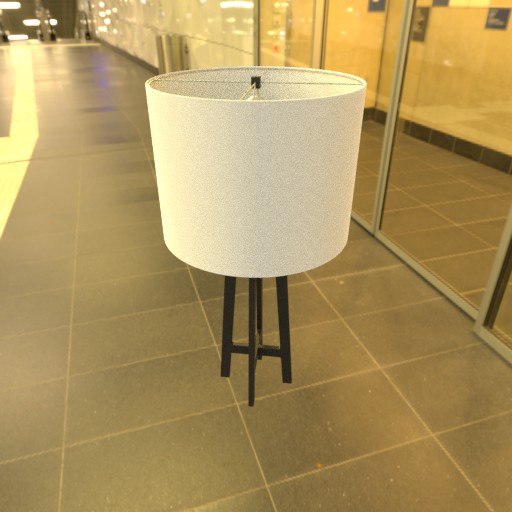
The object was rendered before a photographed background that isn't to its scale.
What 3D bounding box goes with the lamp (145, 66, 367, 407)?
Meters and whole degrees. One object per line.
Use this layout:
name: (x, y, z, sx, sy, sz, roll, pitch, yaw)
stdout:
lamp: (0.000, 0.000, 0.646, 0.257, 0.489, 0.257, -21, 36, -32)
